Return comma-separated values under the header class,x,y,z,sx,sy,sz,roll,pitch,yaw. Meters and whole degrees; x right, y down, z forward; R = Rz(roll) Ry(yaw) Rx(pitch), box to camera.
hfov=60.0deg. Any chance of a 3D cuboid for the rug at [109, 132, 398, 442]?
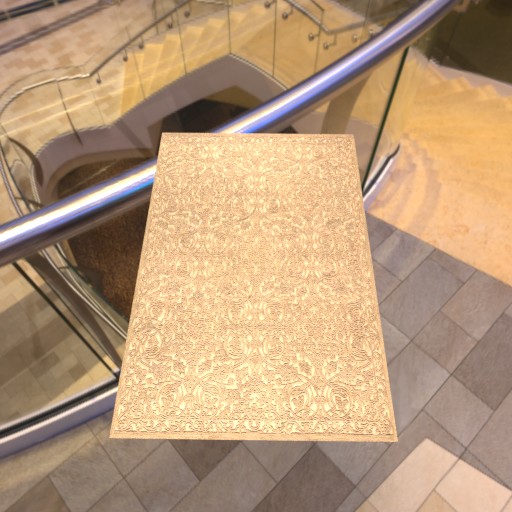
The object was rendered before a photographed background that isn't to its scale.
class,x,y,z,sx,sy,sz,roll,pitch,yaw
rug,0.000,0.000,2.352,1.221,0.006,1.827,1,59,0
